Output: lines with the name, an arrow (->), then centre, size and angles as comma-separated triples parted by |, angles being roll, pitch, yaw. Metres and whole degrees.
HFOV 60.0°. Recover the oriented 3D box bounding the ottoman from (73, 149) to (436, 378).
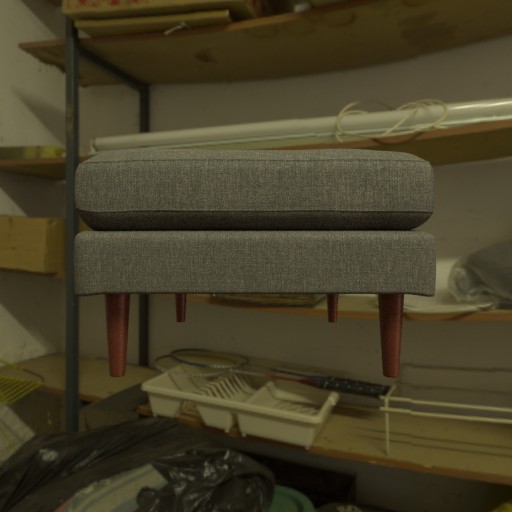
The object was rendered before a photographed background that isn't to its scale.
ottoman -> 0.000, 0.000, 1.231 | 0.693, 0.474, 0.821 | 0, 0, 0
